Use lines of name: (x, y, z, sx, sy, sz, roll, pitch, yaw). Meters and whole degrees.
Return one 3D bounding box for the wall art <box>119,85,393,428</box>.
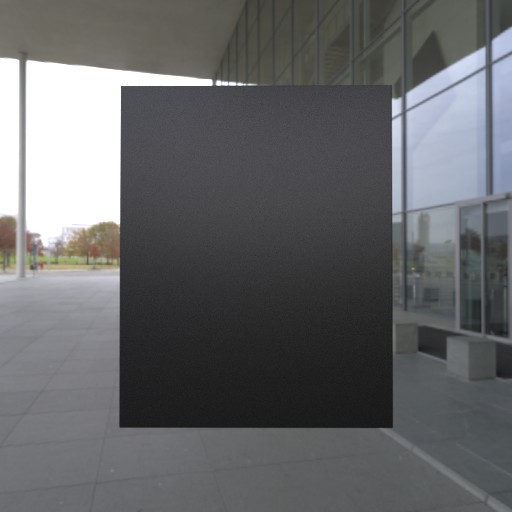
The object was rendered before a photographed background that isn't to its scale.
wall art: (0.000, 0.000, 1.568, 0.950, 1.194, 0.053, 0, -1, 0)
